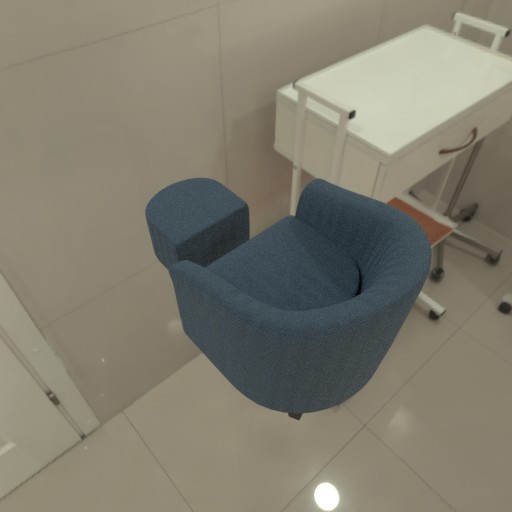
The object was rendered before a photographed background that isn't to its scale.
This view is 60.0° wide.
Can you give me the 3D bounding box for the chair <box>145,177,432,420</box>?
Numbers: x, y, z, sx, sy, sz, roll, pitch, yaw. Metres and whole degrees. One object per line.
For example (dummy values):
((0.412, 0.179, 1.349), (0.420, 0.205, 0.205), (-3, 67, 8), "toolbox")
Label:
((0.000, 0.000, 1.817), (0.756, 0.757, 1.288), (-33, 56, -27), "chair")
